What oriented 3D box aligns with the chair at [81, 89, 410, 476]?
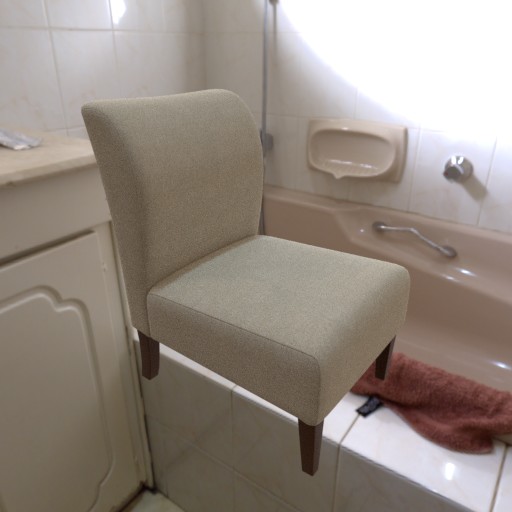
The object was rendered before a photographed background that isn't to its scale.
[{"bbox_3d":[0.000,0.000,1.261,0.754,0.833,0.521,18,31,34],"label":"chair"}]
